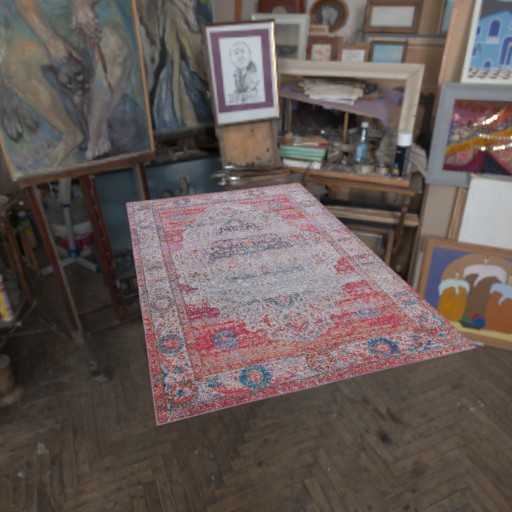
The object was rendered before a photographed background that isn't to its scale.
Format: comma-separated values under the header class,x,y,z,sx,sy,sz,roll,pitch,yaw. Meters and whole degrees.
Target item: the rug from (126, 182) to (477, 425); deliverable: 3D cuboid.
class,x,y,z,sx,sy,sz,roll,pitch,yaw
rug,0.000,0.000,2.306,1.219,0.006,1.829,-9,32,-15
